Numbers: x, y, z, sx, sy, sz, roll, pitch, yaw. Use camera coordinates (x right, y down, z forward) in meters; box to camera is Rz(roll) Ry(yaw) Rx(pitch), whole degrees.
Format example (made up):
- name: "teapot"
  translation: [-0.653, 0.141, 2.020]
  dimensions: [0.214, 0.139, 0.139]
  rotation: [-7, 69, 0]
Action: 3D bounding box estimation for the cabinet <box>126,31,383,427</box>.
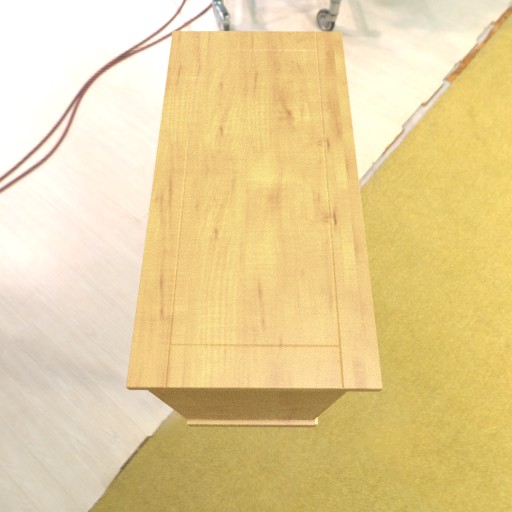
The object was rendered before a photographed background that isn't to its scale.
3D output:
- name: "cabinet"
  translation: [0.000, 0.000, 1.354]
  dimensions: [0.450, 0.840, 0.920]
  rotation: [0, 64, 0]
